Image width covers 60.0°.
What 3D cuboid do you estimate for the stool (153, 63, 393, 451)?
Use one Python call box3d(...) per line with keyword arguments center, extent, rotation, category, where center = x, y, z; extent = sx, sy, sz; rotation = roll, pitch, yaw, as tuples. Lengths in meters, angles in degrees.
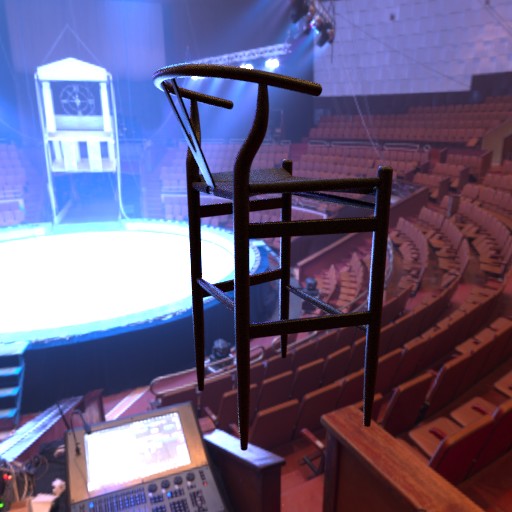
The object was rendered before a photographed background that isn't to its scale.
box3d(center=(0.000, 0.000, 1.407), extent=(0.579, 1.072, 0.569), rotation=(-7, 16, -26), category="stool")
